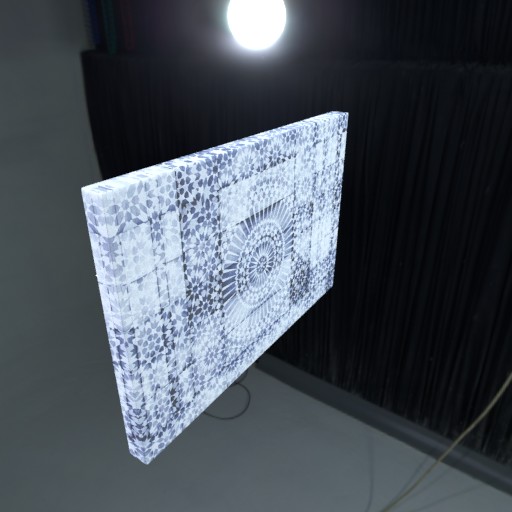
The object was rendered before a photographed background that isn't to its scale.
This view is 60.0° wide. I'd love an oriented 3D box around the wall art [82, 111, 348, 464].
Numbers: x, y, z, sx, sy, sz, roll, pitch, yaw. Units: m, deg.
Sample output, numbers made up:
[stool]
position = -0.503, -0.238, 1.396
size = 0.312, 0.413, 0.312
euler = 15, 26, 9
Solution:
[wall art]
position = 0.000, 0.000, 1.157
size = 0.057, 0.608, 0.911
euler = 17, 31, 30
